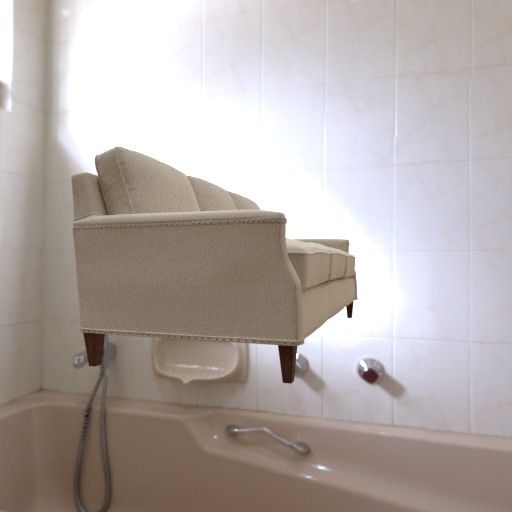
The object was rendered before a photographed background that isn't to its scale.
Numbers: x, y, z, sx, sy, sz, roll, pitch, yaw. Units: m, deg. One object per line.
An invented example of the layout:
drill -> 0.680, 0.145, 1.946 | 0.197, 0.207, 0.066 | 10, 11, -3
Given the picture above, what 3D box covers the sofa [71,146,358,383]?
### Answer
sofa -> 0.000, 0.000, 2.850 | 1.084, 1.003, 2.246 | 0, -1, 18
